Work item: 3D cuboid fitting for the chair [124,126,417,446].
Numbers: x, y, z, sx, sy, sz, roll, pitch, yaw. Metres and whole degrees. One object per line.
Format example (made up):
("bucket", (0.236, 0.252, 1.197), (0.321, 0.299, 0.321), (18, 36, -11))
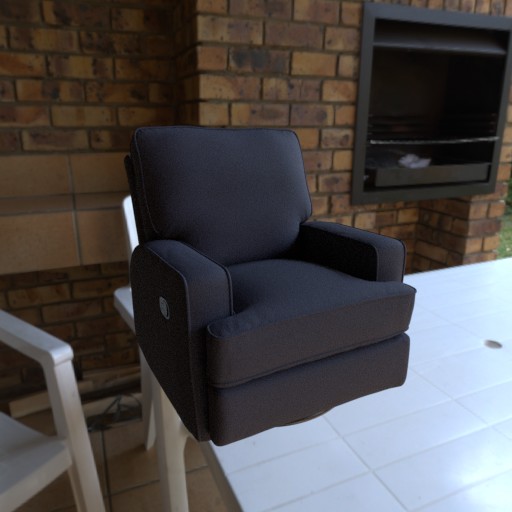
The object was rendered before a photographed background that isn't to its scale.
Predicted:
("chair", (0.000, 0.000, 1.709), (0.861, 0.962, 0.964), (-9, 19, -27))
